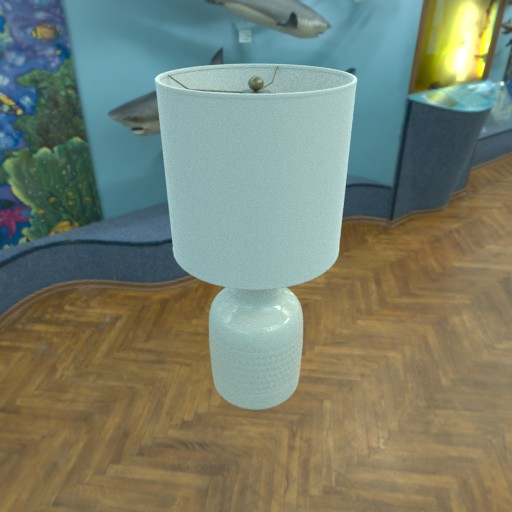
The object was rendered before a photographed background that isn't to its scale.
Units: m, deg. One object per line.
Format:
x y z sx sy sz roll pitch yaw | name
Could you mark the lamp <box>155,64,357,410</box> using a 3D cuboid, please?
0.000 0.000 0.516 0.188 0.392 0.188 -20 35 -31 | lamp
